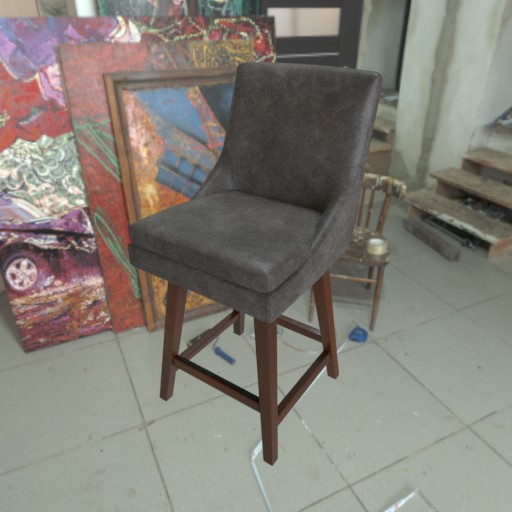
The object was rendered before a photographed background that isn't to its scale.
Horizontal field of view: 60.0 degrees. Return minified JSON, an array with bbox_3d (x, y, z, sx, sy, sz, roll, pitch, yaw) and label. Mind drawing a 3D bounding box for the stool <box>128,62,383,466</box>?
[{"bbox_3d":[0.000,0.000,1.368,0.492,1.046,0.587,19,34,30],"label":"stool"}]
